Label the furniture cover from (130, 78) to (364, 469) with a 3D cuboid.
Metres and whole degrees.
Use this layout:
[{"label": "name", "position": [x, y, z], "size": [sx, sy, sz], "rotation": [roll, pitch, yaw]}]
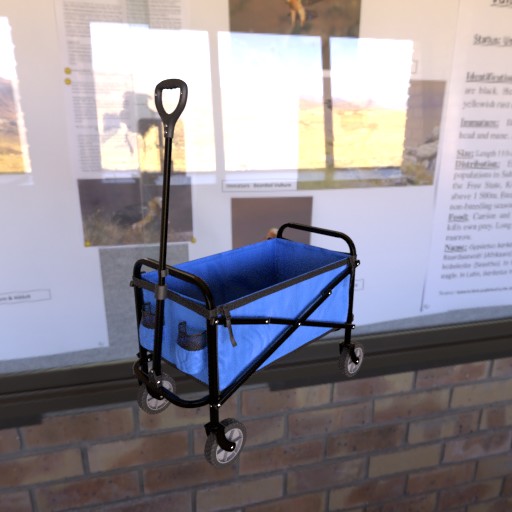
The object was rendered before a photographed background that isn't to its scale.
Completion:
[{"label": "furniture cover", "position": [0.000, 0.000, 1.796], "size": [0.532, 1.295, 1.038], "rotation": [16, 23, 42]}]
